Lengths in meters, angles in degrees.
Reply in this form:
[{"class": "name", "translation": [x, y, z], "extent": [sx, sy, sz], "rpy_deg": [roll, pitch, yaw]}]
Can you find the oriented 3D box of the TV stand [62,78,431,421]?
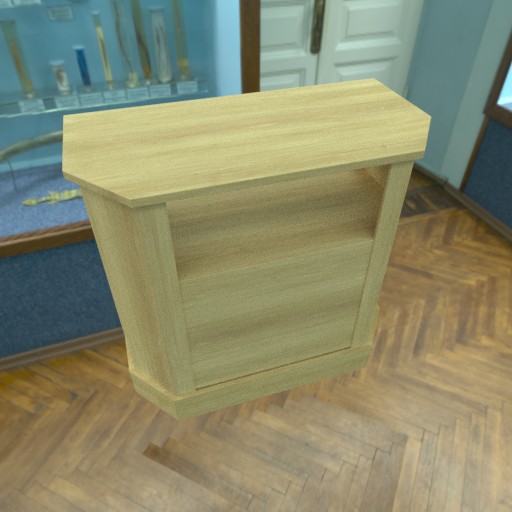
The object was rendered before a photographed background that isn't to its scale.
[{"class": "TV stand", "translation": [0.000, 0.000, 1.281], "extent": [0.851, 0.781, 0.425], "rpy_deg": [-12, 42, -13]}]
